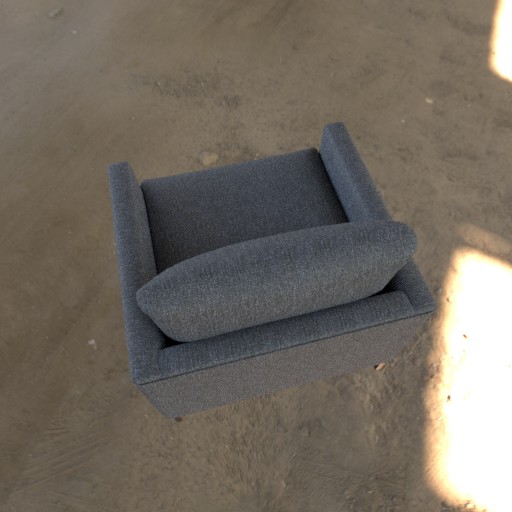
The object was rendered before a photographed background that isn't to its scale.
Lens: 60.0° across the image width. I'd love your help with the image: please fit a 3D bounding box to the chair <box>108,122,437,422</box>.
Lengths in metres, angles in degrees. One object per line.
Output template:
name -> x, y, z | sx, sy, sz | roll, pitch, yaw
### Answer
chair -> 0.000, 0.000, 1.665 | 0.963, 0.861, 0.866 | -12, 60, -7
